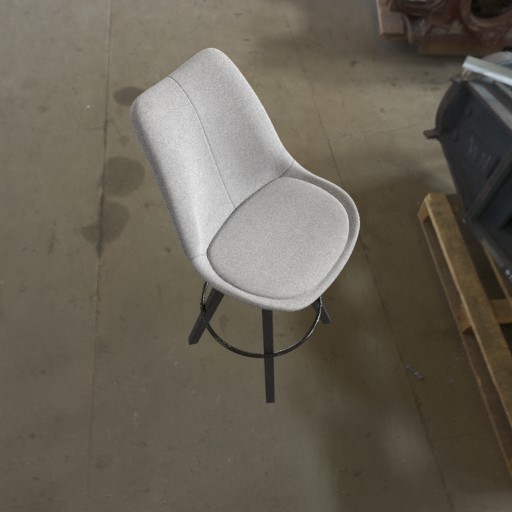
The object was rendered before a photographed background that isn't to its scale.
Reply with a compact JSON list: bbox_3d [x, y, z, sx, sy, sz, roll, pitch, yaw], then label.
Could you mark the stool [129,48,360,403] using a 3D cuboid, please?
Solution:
[{"bbox_3d":[0.000,0.000,1.426,0.550,1.115,0.485,32,63,19],"label":"stool"}]
